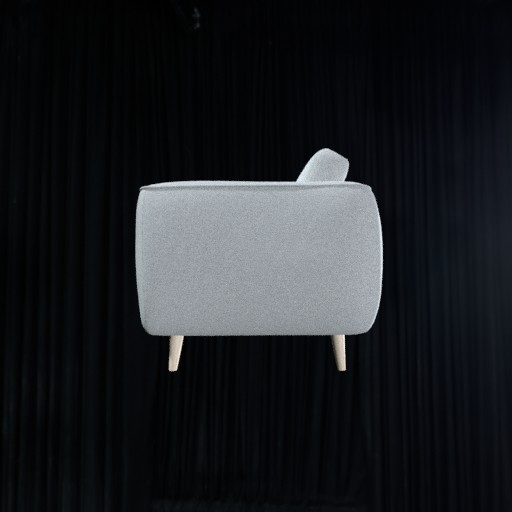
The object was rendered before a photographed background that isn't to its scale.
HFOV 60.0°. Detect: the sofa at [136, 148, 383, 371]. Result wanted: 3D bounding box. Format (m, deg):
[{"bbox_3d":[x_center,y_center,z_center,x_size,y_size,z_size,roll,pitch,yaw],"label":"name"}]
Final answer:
[{"bbox_3d":[0.000,0.000,2.479,0.920,0.850,2.000,0,0,-1],"label":"sofa"}]
